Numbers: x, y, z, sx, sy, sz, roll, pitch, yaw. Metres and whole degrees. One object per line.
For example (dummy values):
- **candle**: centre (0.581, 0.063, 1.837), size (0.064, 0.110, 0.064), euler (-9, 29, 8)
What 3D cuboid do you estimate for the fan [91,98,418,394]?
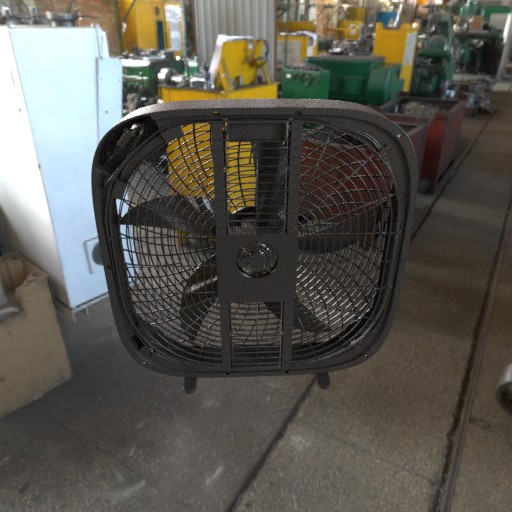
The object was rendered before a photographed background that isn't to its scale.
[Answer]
- **fan**: centre (0.000, 0.000, 0.806), size (0.526, 0.533, 0.142), euler (-1, 28, -2)
